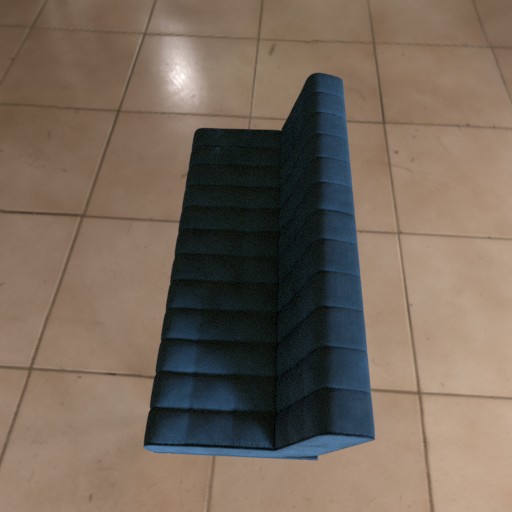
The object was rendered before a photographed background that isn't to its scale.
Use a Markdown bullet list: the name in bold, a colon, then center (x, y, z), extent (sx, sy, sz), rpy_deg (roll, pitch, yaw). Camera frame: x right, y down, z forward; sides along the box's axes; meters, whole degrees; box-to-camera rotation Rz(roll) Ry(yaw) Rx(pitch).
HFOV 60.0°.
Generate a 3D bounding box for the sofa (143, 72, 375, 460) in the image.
- **sofa**: center (0.000, 0.000, 2.222), extent (0.855, 0.813, 1.804), rpy_deg (2, 59, 1)
